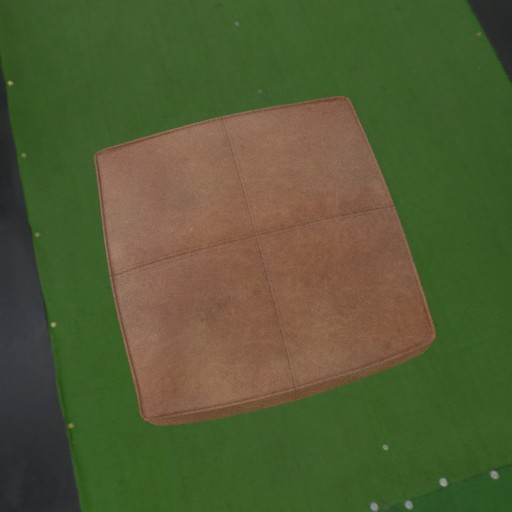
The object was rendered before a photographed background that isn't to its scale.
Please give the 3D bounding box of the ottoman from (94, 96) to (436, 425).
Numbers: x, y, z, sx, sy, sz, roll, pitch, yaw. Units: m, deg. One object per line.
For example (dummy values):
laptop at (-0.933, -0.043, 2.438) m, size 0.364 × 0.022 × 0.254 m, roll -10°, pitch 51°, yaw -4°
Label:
ottoman at (0.000, 0.000, 1.397) m, size 0.902 × 0.395 × 0.901 m, roll -14°, pitch 75°, yaw -4°
